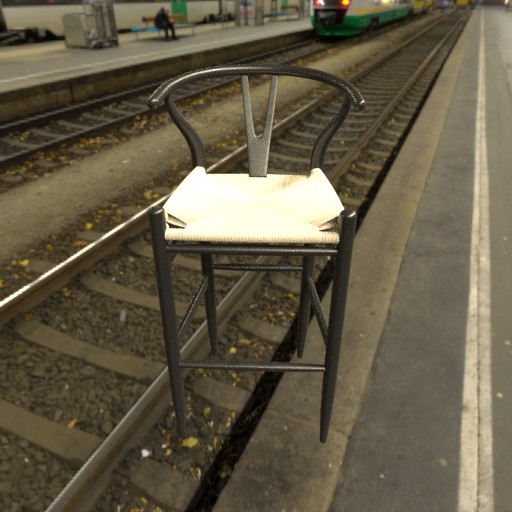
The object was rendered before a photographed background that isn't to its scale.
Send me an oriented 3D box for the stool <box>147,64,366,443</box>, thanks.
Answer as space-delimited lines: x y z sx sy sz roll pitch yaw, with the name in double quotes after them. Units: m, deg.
0.000 0.000 1.424 0.569 1.072 0.579 1 31 2 "stool"
